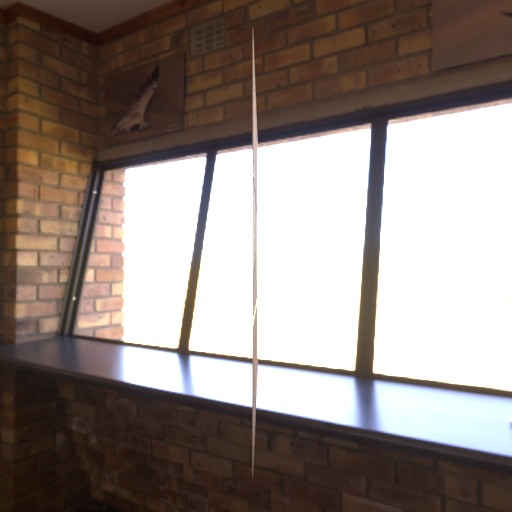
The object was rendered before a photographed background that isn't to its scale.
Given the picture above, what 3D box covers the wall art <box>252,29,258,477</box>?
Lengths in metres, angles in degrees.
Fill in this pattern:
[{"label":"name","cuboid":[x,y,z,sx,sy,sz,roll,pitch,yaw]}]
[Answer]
[{"label":"wall art","cuboid":[0.000,0.000,2.238,0.002,1.505,1.517,0,-2,1]}]
